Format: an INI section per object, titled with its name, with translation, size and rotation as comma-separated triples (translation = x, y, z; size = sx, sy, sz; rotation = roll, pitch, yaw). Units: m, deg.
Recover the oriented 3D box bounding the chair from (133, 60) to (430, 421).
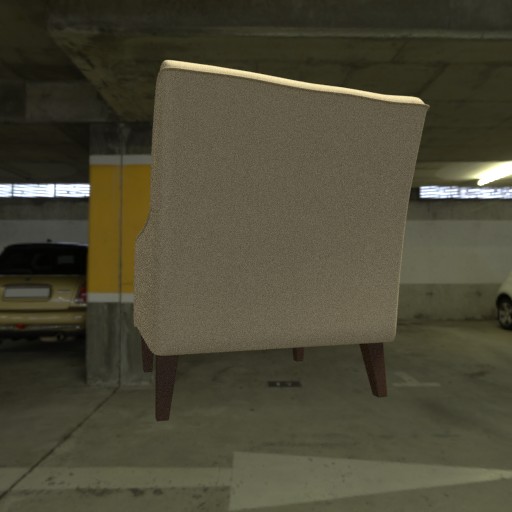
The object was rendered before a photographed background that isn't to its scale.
[chair]
translation = 0.000, 0.000, 1.564
size = 0.780, 0.919, 0.899
rotation = 1, -2, -19
